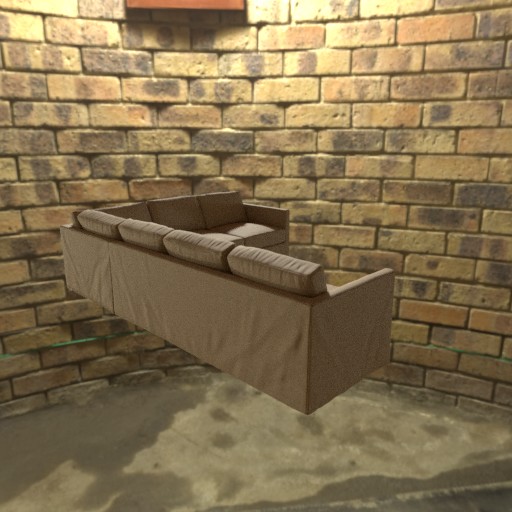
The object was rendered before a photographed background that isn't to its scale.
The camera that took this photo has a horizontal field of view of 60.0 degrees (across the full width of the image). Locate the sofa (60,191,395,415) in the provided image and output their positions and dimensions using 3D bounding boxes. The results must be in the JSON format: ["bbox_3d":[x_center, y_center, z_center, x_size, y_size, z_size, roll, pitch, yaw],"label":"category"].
[{"bbox_3d":[0.000,0.000,4.273,3.182,0.871,2.432,14,20,42],"label":"sofa"}]
